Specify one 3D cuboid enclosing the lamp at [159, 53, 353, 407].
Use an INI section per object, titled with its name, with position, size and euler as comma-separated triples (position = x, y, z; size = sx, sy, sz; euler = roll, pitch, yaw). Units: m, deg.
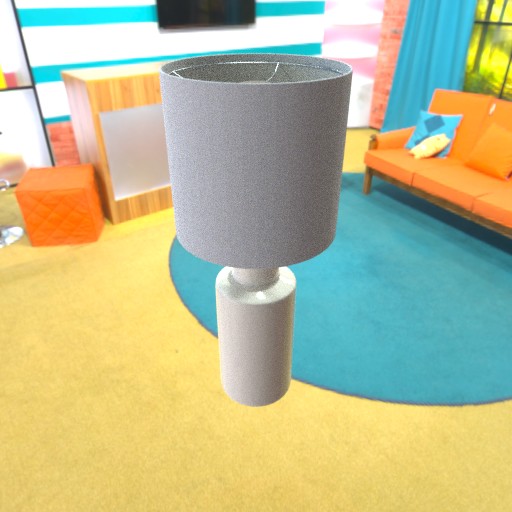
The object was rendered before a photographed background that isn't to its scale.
[lamp]
position = 0.000, 0.000, 0.618
size = 0.212, 0.493, 0.212
euler = 9, 32, 14
